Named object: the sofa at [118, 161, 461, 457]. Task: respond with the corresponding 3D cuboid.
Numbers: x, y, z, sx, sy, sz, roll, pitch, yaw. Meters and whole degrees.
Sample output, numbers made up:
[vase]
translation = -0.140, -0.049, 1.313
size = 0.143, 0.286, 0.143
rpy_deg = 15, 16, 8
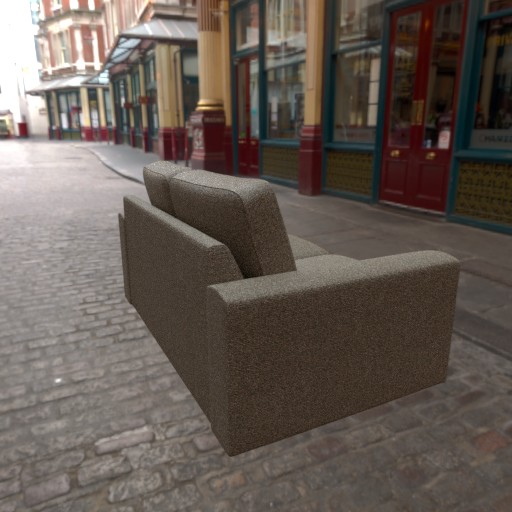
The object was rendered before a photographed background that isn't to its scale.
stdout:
[sofa]
translation = 0.000, 0.000, 2.190
size = 1.016, 0.873, 1.616
rpy_deg = -8, 17, -26
